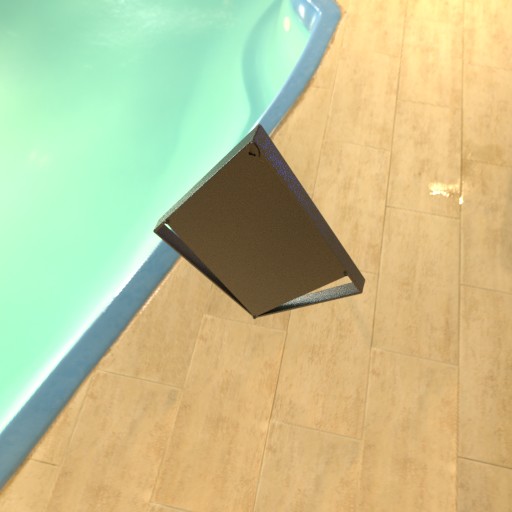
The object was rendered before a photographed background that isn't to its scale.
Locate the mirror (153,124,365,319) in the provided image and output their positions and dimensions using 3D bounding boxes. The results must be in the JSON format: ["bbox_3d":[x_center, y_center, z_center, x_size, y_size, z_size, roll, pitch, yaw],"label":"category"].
[{"bbox_3d":[0.000,0.000,0.848,0.419,0.679,0.032,16,65,8],"label":"mirror"}]
